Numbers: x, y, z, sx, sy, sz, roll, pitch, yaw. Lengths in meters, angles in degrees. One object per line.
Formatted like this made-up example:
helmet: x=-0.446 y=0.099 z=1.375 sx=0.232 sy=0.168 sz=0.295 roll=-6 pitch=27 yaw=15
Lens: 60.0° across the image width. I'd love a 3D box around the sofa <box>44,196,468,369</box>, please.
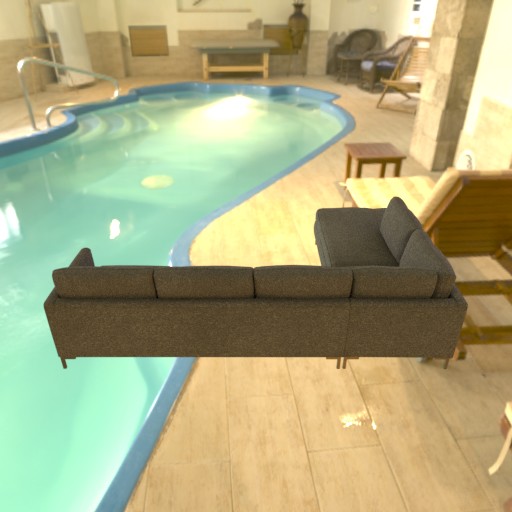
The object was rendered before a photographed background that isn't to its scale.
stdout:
sofa: x=0.000 y=0.000 z=3.955 sx=2.949 sy=0.815 sz=2.007 roll=0 pitch=30 yaw=0
